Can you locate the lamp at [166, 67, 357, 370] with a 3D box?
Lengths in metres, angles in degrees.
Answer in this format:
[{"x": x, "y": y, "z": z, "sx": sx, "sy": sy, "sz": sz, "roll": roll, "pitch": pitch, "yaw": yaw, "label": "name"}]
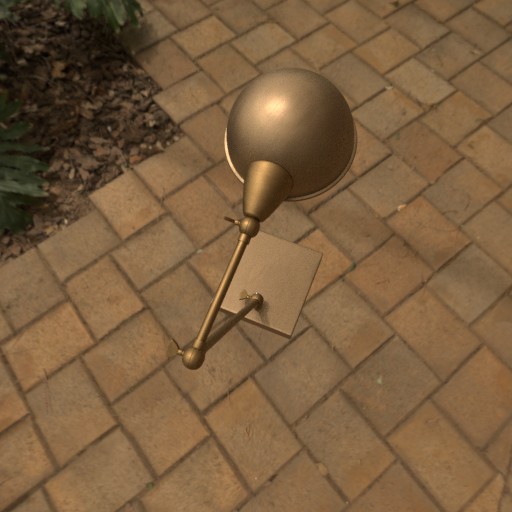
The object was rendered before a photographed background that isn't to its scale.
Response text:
[{"x": 0.000, "y": 0.000, "z": 0.554, "sx": 0.149, "sy": 0.371, "sz": 0.339, "roll": 20, "pitch": 65, "yaw": 10, "label": "lamp"}]
